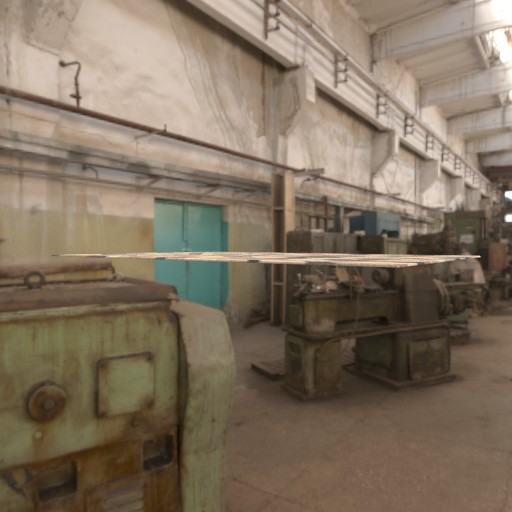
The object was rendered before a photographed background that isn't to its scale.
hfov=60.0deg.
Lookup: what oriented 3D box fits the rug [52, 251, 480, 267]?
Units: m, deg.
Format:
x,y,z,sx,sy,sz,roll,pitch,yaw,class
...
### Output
x,y,z,sx,sy,sz,roll,pitch,yaw,class
0.000,0.000,2.926,2.423,0.008,1.513,1,2,37,rug
